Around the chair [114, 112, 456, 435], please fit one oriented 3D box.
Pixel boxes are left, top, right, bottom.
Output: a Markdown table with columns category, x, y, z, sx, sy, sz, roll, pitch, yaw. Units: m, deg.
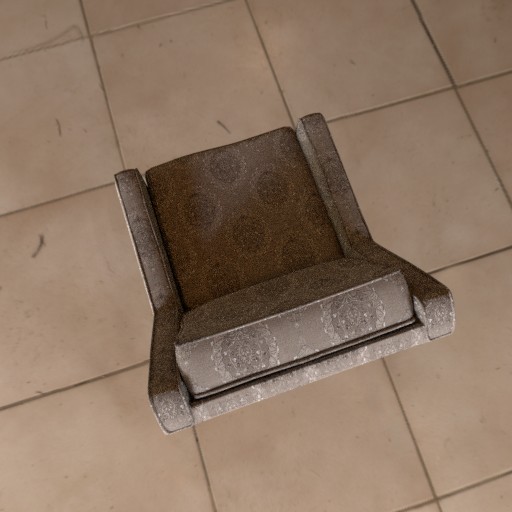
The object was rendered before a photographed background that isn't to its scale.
| category | x | y | z | sx | sy | sz | roll | pitch | yaw |
| --- | --- | --- | --- | --- | --- | --- | --- | --- | --- |
| chair | 0.000 | 0.000 | 1.314 | 0.665 | 0.797 | 0.750 | -18 | 76 | -5 |
